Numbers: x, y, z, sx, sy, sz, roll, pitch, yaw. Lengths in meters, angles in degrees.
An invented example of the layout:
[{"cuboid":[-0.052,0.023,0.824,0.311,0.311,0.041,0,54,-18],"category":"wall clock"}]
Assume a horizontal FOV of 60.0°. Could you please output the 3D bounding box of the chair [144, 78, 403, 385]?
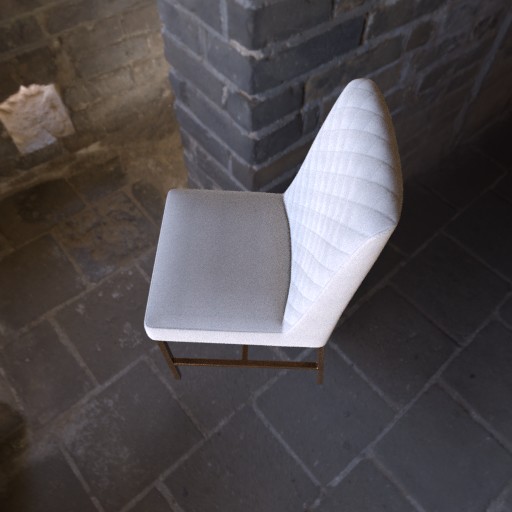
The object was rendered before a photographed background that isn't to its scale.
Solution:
[{"cuboid":[0.000,0.000,1.318,0.597,0.933,0.503,2,57,1],"category":"chair"}]
